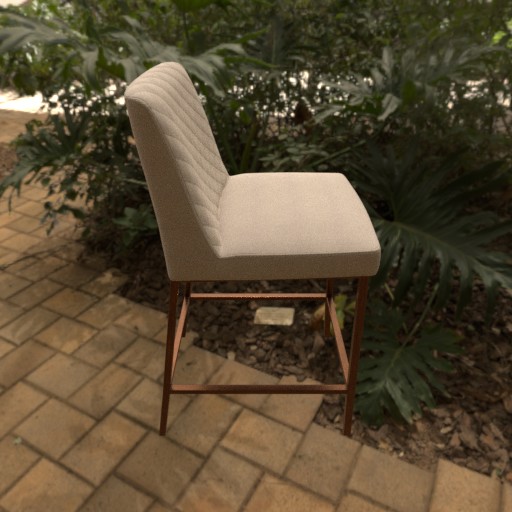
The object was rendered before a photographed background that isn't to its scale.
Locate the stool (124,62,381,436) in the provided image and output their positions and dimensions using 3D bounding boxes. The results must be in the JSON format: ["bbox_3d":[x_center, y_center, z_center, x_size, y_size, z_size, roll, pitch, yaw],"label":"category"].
[{"bbox_3d":[0.000,0.000,1.255,0.576,0.973,0.507,0,31,0],"label":"stool"}]
